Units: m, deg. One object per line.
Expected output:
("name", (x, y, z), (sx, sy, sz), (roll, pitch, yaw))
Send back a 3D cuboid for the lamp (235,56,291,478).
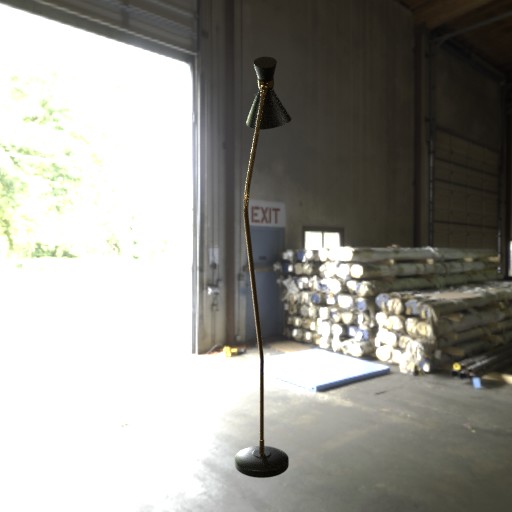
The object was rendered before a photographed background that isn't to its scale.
("lamp", (0.000, 0.000, 1.574), (0.277, 1.438, 0.467), (0, 1, 36))
